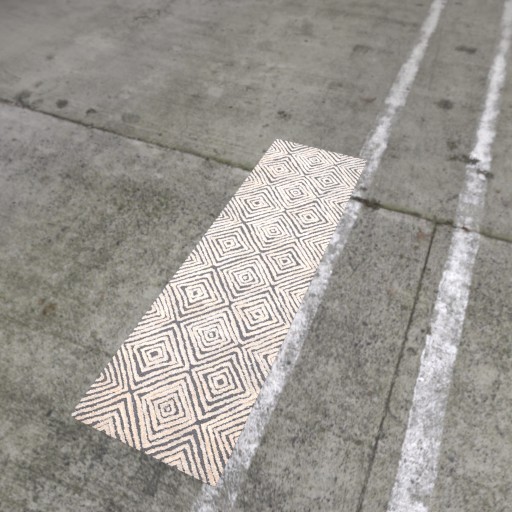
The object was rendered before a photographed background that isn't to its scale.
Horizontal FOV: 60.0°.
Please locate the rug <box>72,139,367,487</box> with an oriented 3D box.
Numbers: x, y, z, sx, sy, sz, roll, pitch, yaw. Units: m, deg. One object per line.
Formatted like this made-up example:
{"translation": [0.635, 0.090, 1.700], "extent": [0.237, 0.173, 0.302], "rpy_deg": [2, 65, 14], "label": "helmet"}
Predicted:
{"translation": [0.000, 0.000, 2.448], "extent": [0.676, 0.008, 2.277], "rpy_deg": [18, 49, 16], "label": "rug"}
